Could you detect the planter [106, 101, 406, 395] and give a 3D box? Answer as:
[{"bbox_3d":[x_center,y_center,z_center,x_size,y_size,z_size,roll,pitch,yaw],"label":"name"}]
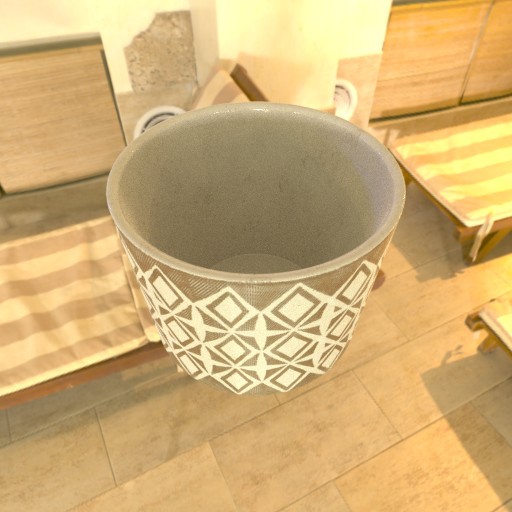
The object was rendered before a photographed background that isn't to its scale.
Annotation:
[{"bbox_3d":[0.000,0.000,0.474,0.260,0.220,0.260,0,46,0],"label":"planter"}]
